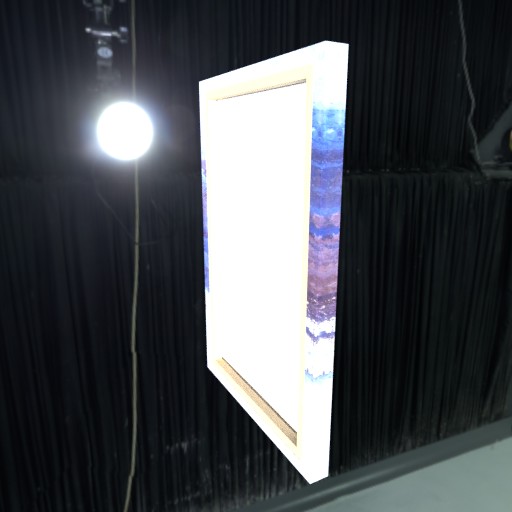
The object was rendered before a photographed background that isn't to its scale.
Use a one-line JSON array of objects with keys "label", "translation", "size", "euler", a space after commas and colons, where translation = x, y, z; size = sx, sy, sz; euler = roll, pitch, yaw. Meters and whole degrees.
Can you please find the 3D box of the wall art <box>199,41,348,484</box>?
[{"label": "wall art", "translation": [0.000, 0.000, 1.104], "size": [0.048, 0.874, 0.583], "euler": [-8, 16, -27]}]
